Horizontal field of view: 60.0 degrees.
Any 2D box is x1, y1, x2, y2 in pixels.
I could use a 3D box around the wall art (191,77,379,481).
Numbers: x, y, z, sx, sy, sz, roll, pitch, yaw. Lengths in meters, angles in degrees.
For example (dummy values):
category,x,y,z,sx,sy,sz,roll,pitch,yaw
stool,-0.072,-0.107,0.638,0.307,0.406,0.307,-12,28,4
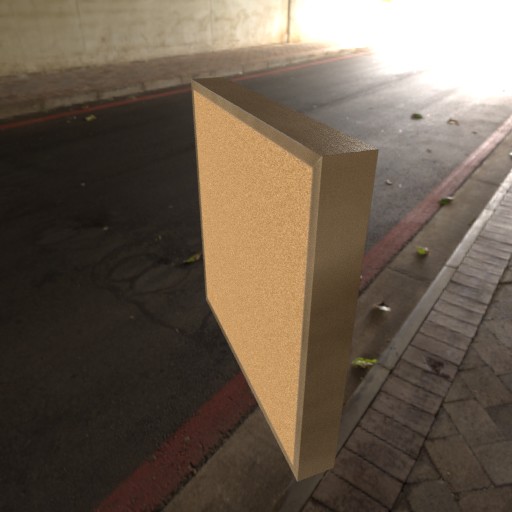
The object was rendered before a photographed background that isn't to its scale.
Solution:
category,x,y,z,sx,sy,sz,roll,pitch,yaw
wall art,0.000,0.000,0.457,0.038,0.303,0.305,-11,32,-18
